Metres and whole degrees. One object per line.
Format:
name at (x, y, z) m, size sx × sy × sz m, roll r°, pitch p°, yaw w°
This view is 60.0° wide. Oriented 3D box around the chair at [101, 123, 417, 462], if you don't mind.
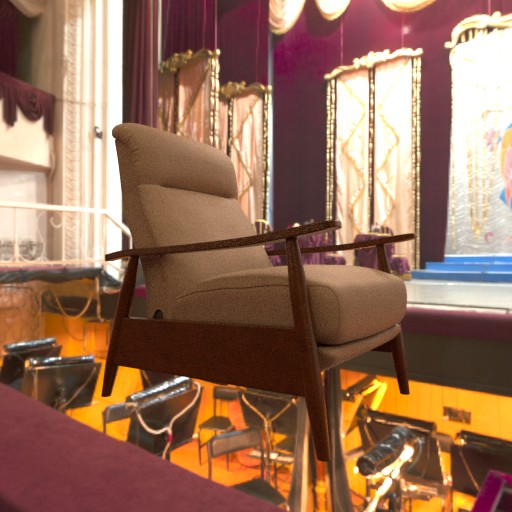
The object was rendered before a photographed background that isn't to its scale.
chair at (0.000, 0.000, 1.736) m, size 1.030 × 1.082 × 0.762 m, roll 0°, pitch -1°, yaw 36°
